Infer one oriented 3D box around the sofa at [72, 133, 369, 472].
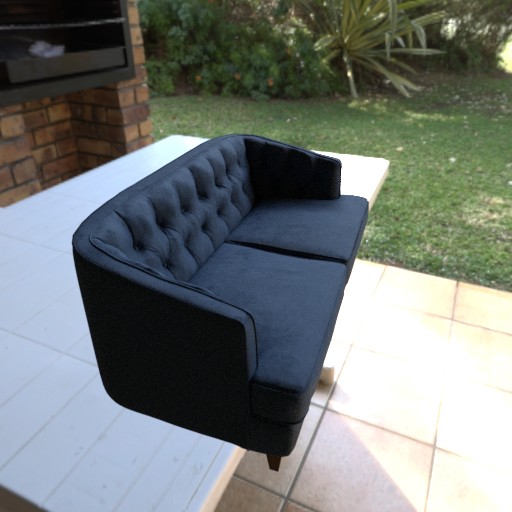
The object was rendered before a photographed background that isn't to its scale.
[{"bbox_3d":[0.000,0.000,2.216,0.941,0.854,1.733,10,31,17],"label":"sofa"}]
